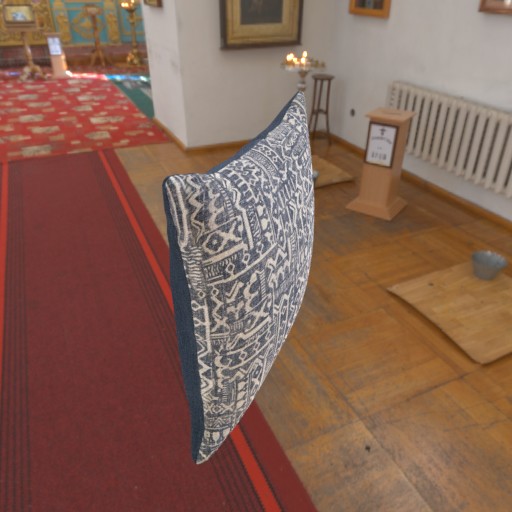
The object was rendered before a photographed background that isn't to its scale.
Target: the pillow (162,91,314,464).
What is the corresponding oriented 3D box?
[{"bbox_3d":[0.000,0.000,0.804,0.180,0.487,0.546,11,32,17],"label":"pillow"}]
